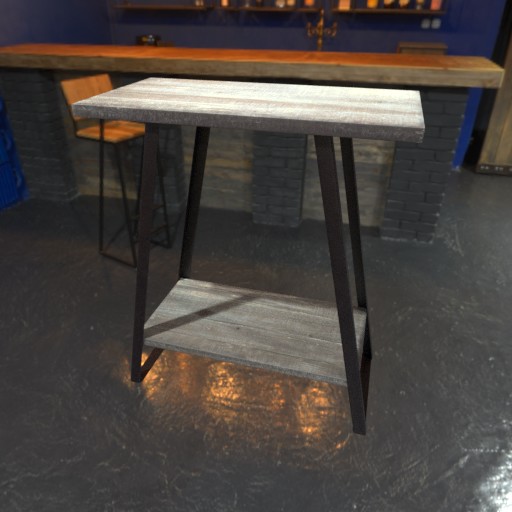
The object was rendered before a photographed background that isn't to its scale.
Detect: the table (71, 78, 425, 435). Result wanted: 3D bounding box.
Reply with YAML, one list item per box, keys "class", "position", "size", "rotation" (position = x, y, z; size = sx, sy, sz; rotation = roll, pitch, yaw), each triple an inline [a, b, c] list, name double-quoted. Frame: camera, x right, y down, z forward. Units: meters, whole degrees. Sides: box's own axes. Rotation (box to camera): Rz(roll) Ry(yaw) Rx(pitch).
- class: "table"
  position: [0.000, 0.000, 1.019]
  size: [0.599, 0.701, 0.300]
  rotation: [8, 32, 14]
